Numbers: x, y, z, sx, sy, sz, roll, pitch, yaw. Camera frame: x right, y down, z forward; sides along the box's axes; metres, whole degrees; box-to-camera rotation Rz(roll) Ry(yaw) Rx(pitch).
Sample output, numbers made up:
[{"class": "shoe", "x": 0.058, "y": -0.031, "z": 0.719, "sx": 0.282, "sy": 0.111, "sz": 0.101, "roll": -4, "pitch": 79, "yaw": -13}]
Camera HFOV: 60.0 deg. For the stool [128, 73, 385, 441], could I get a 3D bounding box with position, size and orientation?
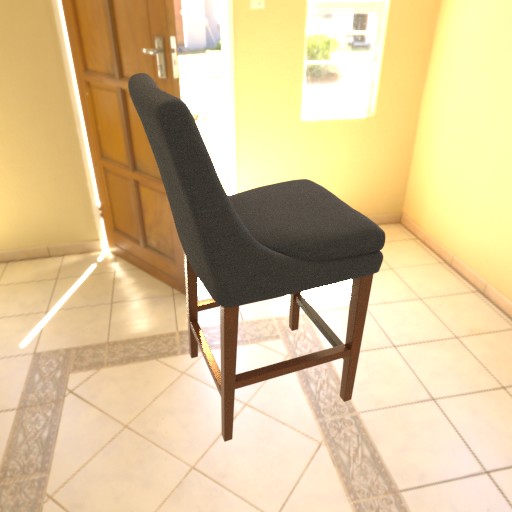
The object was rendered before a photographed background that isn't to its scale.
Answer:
[{"class": "stool", "x": 0.000, "y": 0.000, "z": 1.303, "sx": 0.577, "sy": 0.981, "sz": 0.470, "roll": -11, "pitch": 32, "yaw": -19}]
